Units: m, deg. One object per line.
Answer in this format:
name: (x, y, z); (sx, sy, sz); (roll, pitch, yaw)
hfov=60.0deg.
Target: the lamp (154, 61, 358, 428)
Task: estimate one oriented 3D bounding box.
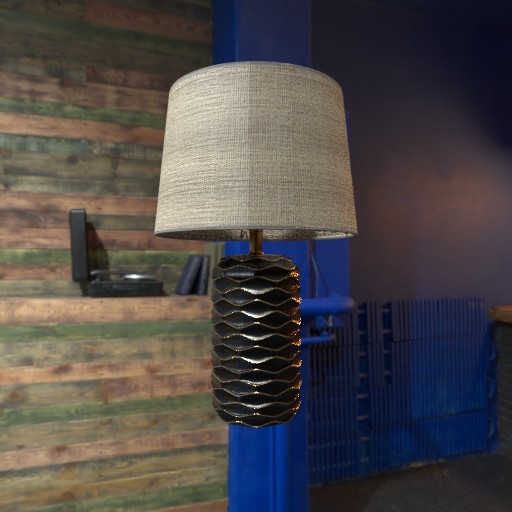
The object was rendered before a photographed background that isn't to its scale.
lamp: (0.000, 0.000, 0.839); (0.376, 0.594, 0.376); (0, -1, 0)
